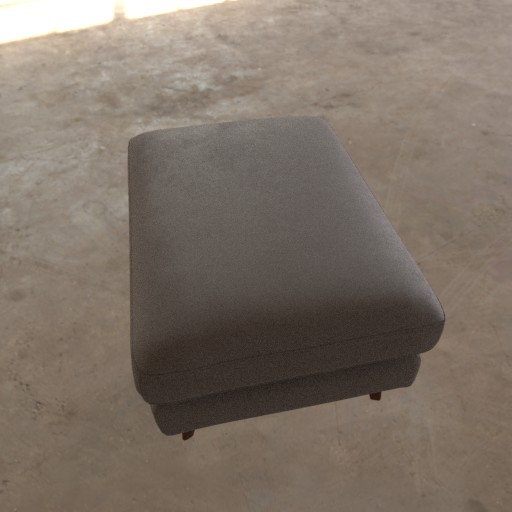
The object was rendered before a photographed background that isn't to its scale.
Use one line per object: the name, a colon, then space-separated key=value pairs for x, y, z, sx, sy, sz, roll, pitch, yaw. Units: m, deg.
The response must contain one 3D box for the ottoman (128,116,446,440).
ottoman: x=0.000 y=0.000 z=1.164 sx=0.608 sy=0.449 sz=0.811 roll=-9 pitch=47 yaw=-8
